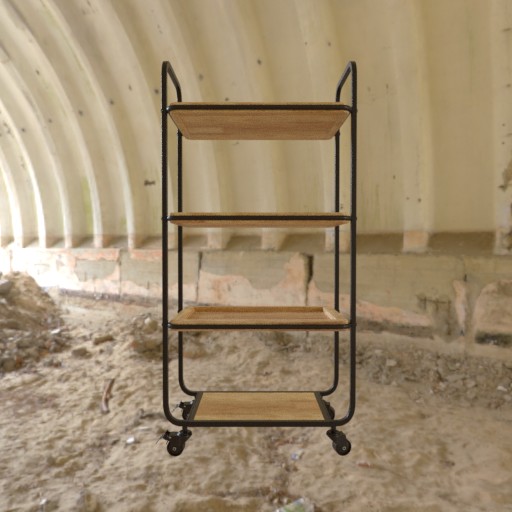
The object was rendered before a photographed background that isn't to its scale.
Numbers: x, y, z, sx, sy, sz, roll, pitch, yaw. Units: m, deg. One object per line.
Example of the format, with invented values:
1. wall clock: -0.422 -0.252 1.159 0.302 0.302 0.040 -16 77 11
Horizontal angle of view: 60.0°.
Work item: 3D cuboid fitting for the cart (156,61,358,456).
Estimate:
1. cart: 0.000 0.000 1.321 0.545 1.080 0.321 0 1 0
